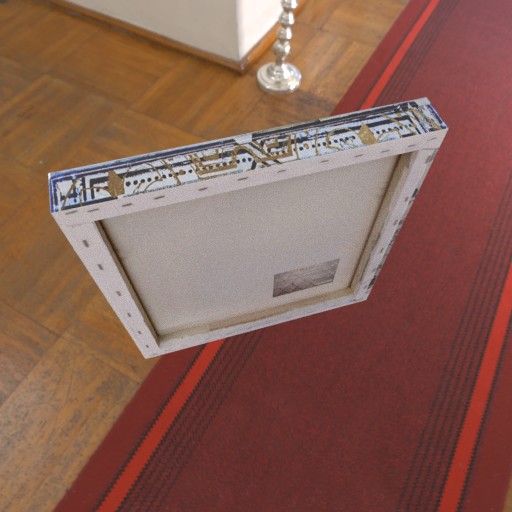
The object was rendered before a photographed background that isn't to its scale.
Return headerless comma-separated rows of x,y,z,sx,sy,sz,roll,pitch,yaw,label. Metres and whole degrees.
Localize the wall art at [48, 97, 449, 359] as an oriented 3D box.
0.000,0.000,0.463,0.302,0.306,0.038,-14,59,-8,wall art
